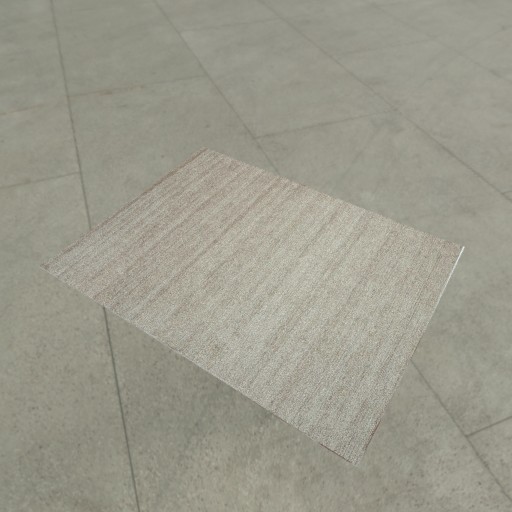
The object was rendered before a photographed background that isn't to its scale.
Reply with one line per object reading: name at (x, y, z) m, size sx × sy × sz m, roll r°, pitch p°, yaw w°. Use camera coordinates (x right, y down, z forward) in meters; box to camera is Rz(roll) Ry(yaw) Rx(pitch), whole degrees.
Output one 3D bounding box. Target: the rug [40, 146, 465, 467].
rug at (0.000, 0.000, 4.161) m, size 3.202 × 0.045 × 2.434 m, roll 26°, pitch 51°, yaw 23°
